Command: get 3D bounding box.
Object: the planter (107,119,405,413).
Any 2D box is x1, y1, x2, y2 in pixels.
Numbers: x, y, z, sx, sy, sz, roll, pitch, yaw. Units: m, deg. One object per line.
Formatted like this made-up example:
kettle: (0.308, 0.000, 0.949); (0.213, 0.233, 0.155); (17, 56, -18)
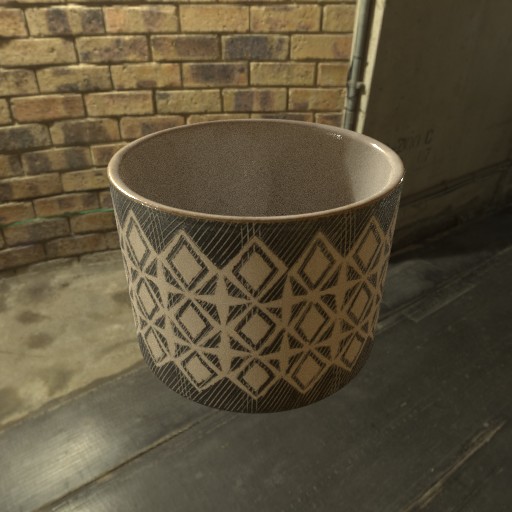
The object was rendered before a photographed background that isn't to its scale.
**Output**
planter: (0.000, 0.000, 0.223); (0.126, 0.104, 0.126); (0, 31, 0)
